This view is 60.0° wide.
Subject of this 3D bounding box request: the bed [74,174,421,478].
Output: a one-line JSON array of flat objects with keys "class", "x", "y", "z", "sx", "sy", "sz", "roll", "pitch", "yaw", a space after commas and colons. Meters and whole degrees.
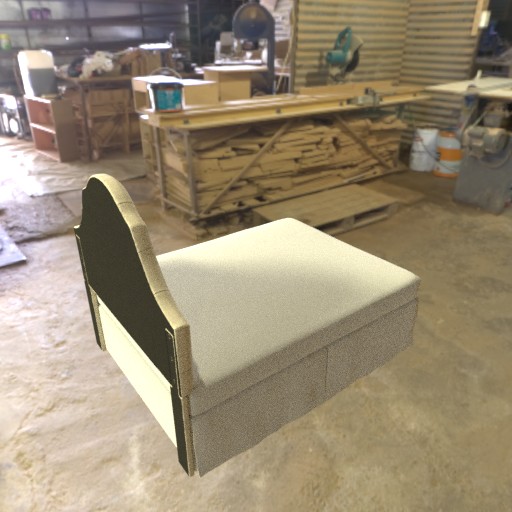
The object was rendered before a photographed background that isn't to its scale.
[{"class": "bed", "x": 0.000, "y": 0.000, "z": 3.263, "sx": 2.092, "sy": 1.575, "sz": 1.627, "roll": -19, "pitch": 33, "yaw": -32}]
